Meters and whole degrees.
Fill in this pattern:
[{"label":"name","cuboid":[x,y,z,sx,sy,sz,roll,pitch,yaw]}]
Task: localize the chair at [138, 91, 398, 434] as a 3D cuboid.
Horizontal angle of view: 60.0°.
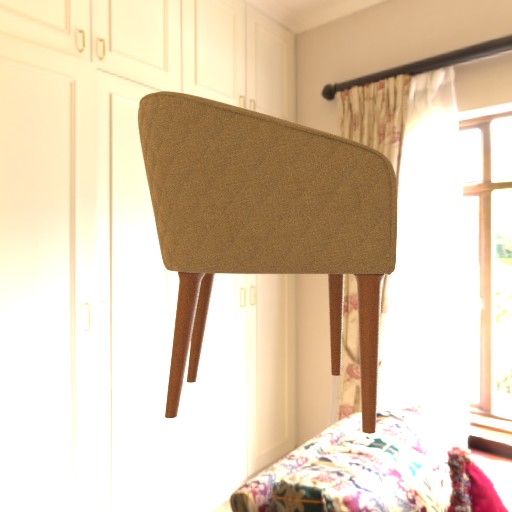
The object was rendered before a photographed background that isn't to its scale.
[{"label":"chair","cuboid":[0.000,0.000,1.212,0.616,0.775,0.584,0,0,1]}]
